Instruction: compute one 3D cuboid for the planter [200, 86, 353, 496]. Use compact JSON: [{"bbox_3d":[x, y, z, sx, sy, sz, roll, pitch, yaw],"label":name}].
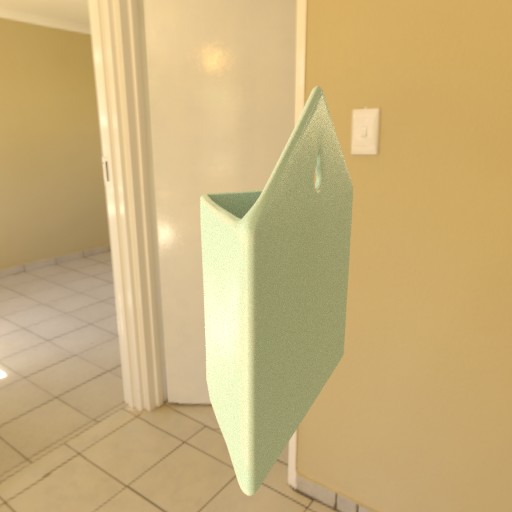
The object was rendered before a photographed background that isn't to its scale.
[{"bbox_3d":[0.000,0.000,0.279,0.079,0.197,0.164,8,18,26],"label":"planter"}]
